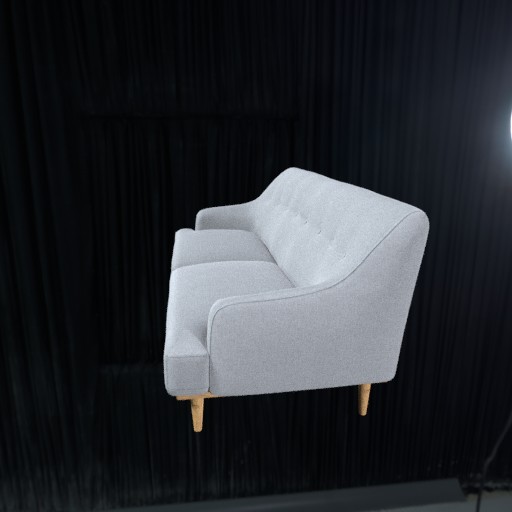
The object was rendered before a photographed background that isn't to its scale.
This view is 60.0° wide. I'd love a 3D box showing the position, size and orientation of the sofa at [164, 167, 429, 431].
[{"bbox_3d":[0.000,0.000,2.561,0.978,0.871,2.057,-2,16,-8],"label":"sofa"}]
